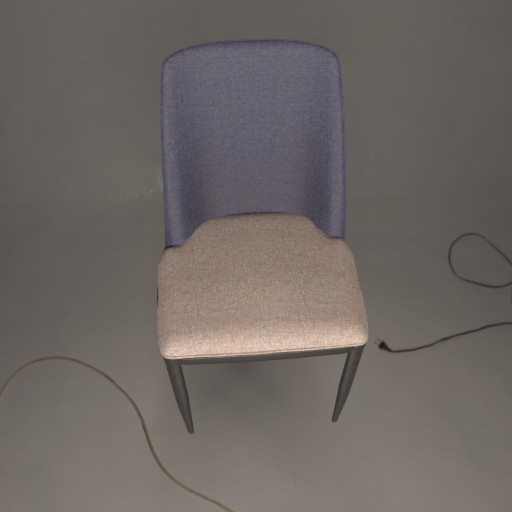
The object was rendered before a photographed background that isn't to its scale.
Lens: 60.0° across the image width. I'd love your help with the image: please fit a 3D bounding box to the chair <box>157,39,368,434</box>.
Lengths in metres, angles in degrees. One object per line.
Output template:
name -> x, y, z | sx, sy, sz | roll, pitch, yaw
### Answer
chair -> 0.000, 0.000, 1.105 | 0.480, 0.839, 0.551 | -3, 48, -3
